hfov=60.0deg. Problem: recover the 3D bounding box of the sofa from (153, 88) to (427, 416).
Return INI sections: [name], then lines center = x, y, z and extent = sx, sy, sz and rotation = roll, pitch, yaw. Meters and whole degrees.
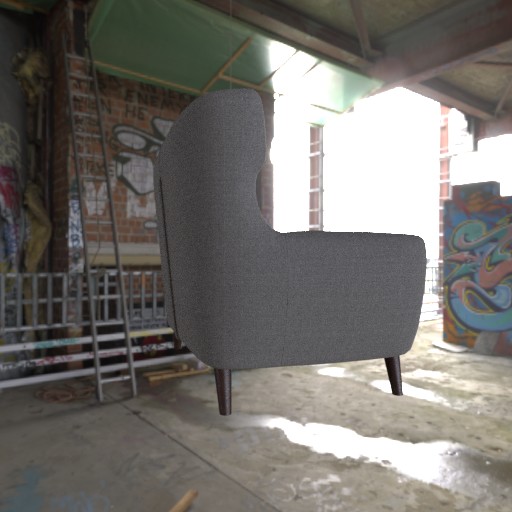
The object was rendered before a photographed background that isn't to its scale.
[sofa]
center = 0.000, 0.000, 2.047
extent = 0.884, 1.028, 1.386
rotation = 0, 0, -18
